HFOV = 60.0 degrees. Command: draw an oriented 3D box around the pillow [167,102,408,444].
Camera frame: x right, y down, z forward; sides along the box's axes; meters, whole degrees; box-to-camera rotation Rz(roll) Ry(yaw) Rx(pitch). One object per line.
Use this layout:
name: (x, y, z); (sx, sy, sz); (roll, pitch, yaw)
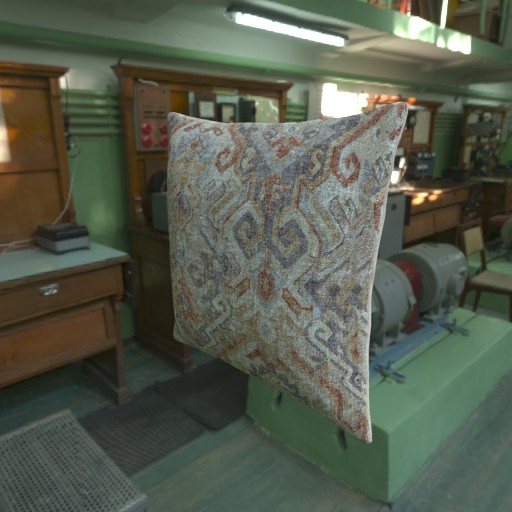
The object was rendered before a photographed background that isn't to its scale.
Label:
pillow: (0.000, 0.000, 0.797); (0.523, 0.506, 0.166); (15, 22, 42)
